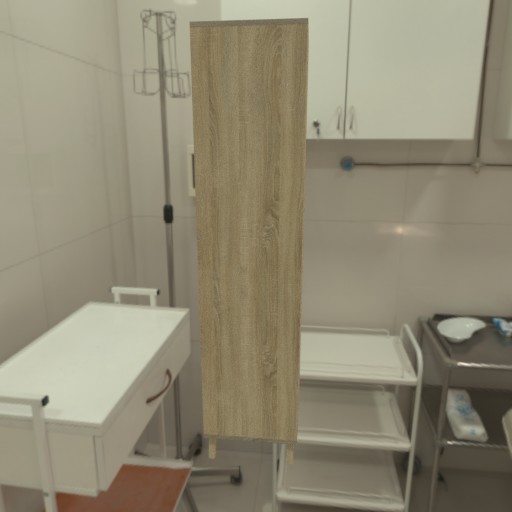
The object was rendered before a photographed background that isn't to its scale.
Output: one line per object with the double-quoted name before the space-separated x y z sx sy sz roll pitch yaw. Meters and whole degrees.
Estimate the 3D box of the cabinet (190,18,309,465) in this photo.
"cabinet" 0.000 0.000 2.152 0.450 1.960 0.510 2 15 7
